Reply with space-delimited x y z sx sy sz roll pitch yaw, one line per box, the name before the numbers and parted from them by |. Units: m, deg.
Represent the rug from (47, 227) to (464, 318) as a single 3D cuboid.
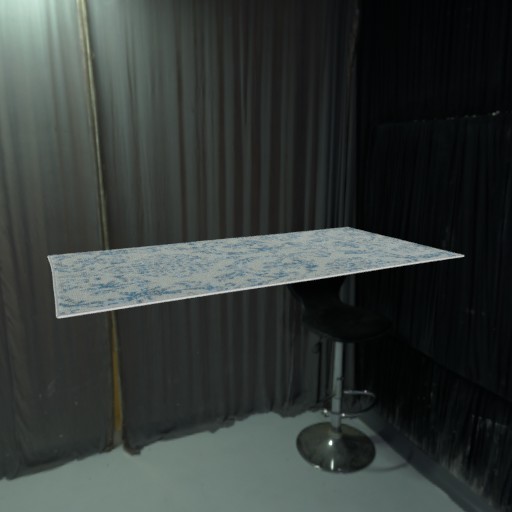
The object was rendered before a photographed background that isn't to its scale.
rug | 0.000 0.000 1.440 1.220 0.007 0.605 -7 15 -26
